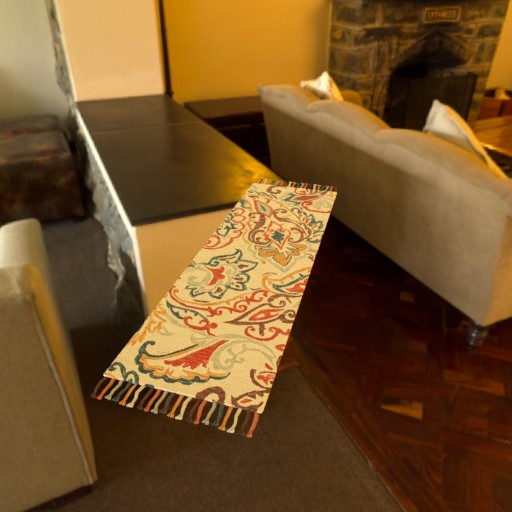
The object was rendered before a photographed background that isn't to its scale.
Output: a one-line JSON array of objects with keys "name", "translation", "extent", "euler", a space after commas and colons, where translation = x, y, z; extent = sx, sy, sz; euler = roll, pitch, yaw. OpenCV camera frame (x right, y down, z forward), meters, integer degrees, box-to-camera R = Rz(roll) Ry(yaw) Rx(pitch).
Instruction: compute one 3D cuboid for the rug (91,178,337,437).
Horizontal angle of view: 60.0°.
[{"name": "rug", "translation": [0.000, 0.000, 2.954], "extent": [0.763, 0.015, 2.682], "euler": [9, 32, 14]}]
